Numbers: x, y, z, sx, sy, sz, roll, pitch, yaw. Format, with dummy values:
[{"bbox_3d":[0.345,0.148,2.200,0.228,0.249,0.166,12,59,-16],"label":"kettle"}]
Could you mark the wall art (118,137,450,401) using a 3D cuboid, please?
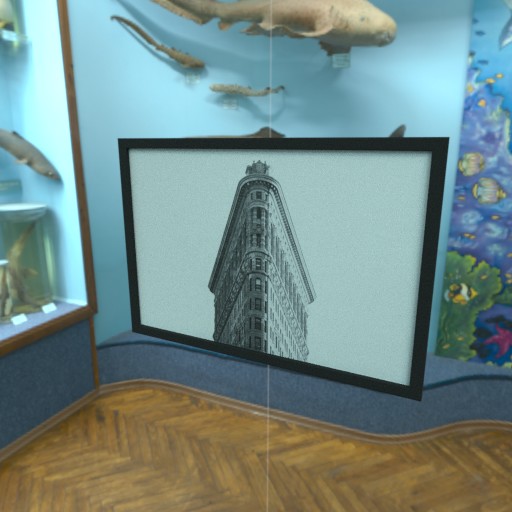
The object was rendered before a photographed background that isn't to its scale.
[{"bbox_3d":[0.000,0.000,1.272,0.958,0.656,0.026,7,16,26],"label":"wall art"}]
